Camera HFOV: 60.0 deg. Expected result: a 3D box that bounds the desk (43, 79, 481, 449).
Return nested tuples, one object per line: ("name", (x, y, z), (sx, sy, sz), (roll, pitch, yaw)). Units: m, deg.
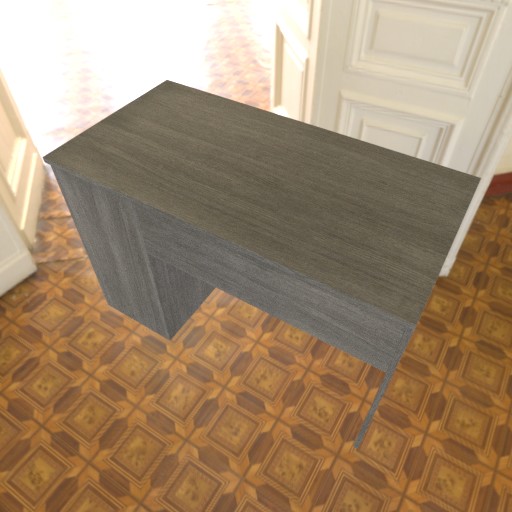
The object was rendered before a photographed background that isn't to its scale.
("desk", (0.000, 0.000, 1.511), (1.097, 0.735, 0.560), (24, 52, 21))
